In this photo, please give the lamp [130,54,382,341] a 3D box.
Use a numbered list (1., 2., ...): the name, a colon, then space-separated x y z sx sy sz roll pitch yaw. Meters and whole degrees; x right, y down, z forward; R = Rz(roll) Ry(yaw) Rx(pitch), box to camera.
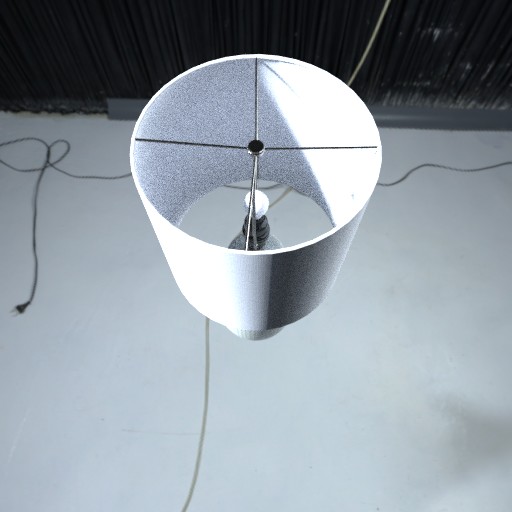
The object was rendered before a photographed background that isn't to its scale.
1. lamp: 0.000 0.000 0.587 0.217 0.453 0.217 2 64 1
